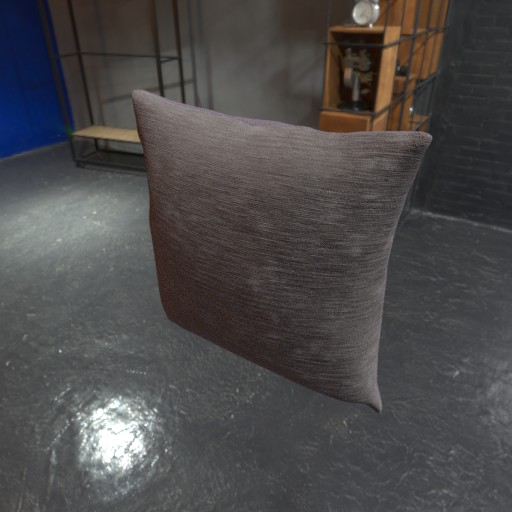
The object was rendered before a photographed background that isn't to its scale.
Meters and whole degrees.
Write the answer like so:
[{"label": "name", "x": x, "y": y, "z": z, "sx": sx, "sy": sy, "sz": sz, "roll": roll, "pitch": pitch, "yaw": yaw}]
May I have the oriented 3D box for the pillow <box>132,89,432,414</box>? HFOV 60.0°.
[{"label": "pillow", "x": 0.000, "y": 0.000, "z": 0.677, "sx": 0.452, "sy": 0.439, "sz": 0.204, "roll": 18, "pitch": 35, "yaw": 28}]
